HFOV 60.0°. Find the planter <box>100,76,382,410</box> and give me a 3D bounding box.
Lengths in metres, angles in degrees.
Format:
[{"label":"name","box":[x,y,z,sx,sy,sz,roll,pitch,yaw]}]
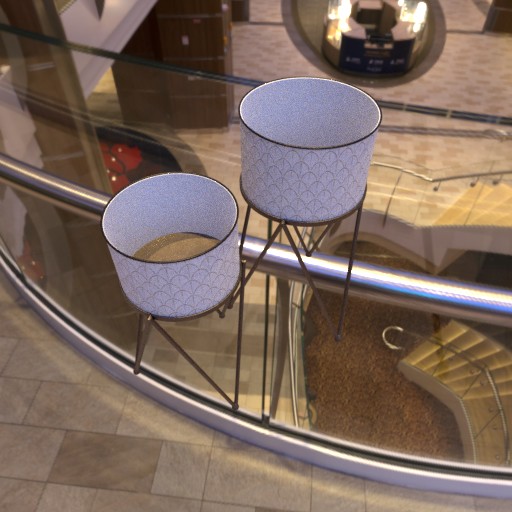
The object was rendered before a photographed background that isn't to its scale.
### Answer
[{"label":"planter","box":[0.000,0.000,1.194,0.769,0.712,0.413,-31,54,-26]}]
